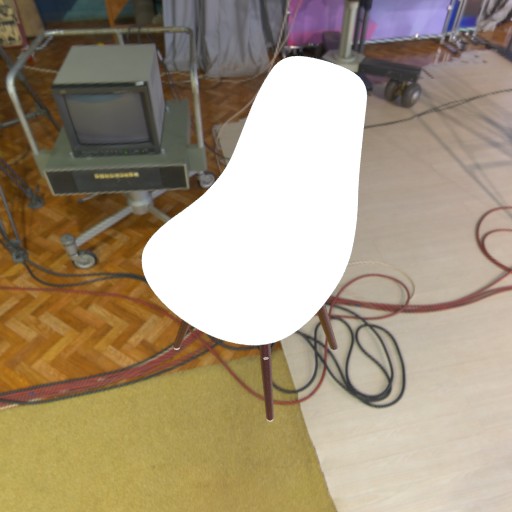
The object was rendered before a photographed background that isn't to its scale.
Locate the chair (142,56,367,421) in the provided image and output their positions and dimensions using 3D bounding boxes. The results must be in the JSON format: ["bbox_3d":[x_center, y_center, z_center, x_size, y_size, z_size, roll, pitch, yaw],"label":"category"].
[{"bbox_3d":[0.000,0.000,1.152,0.470,0.826,0.533,30,54,25],"label":"chair"}]
